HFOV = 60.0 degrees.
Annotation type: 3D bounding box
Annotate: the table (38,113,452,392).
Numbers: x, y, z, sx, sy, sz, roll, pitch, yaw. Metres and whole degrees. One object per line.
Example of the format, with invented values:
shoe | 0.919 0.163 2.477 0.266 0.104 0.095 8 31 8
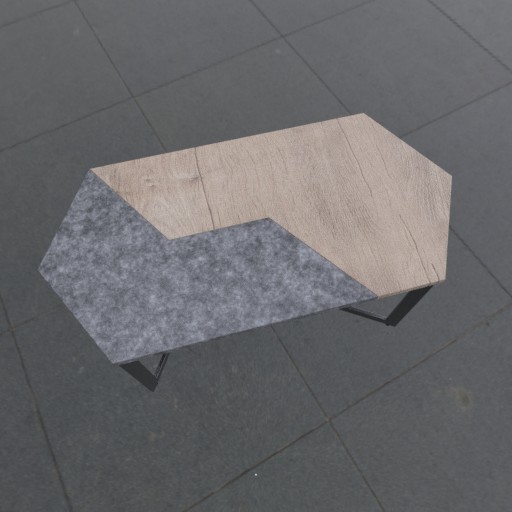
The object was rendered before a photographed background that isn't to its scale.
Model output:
table | 0.000 0.000 1.468 1.219 0.457 0.609 -13 64 -6
